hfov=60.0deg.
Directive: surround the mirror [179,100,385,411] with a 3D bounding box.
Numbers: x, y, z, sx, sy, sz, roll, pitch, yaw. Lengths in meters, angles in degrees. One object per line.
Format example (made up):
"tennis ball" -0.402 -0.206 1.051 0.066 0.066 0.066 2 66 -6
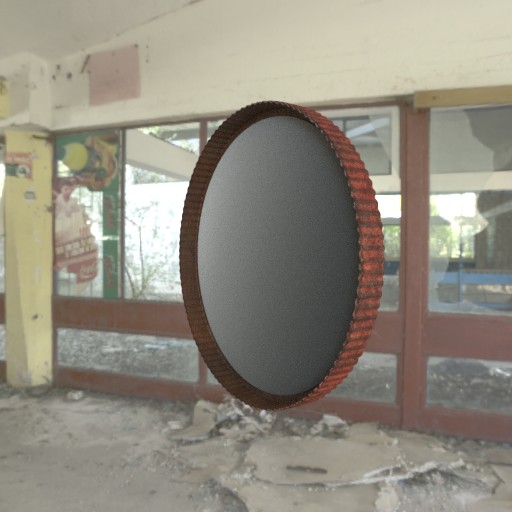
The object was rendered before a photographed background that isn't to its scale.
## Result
"mirror" 0.000 0.000 0.915 0.056 0.609 0.609 -1 1 -36
